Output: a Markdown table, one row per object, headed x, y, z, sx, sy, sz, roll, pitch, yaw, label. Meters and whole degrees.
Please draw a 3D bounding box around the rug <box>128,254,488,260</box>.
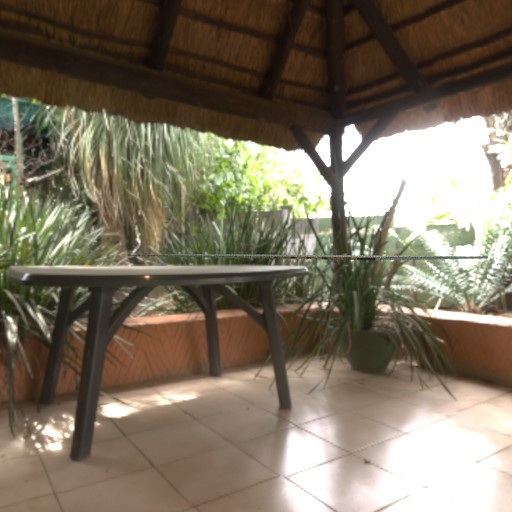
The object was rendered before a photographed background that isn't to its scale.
| x | y | z | sx | sy | sz | roll | pitch | yaw | label |
| --- | --- | --- | --- | --- | --- | --- | --- | --- | --- |
| 0.000 | 0.000 | 2.706 | 0.744 | 0.010 | 2.441 | 0 | 1 | -35 | rug |
